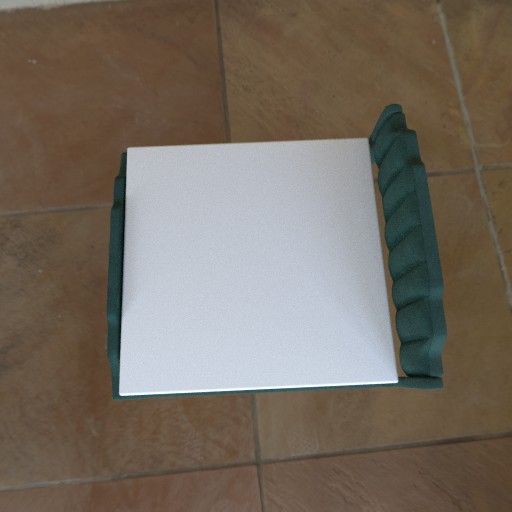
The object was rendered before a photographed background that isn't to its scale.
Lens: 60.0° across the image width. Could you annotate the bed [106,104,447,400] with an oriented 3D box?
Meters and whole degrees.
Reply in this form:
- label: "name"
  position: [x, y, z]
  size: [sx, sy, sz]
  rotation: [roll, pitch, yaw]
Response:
- label: "bed"
  position: [0.000, 0.000, 3.465]
  size: [2.340, 1.245, 2.074]
  rotation: [-2, 75, -1]
